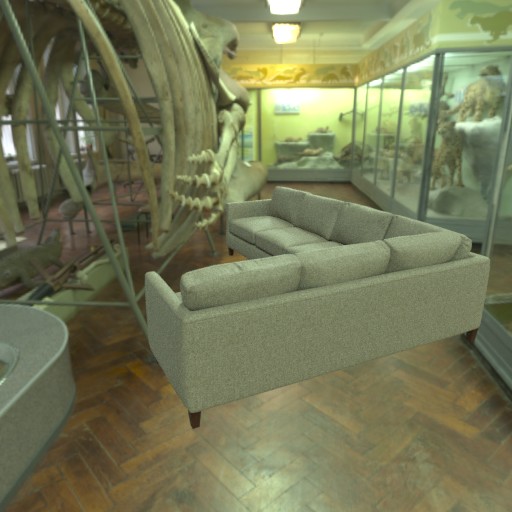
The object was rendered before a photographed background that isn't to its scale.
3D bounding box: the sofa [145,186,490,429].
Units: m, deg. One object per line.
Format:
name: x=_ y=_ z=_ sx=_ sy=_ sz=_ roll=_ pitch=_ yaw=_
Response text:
sofa: x=0.000 y=0.000 z=4.427 sx=2.593 sy=0.947 sz=3.302 roll=-8 pitch=19 yaw=-25
